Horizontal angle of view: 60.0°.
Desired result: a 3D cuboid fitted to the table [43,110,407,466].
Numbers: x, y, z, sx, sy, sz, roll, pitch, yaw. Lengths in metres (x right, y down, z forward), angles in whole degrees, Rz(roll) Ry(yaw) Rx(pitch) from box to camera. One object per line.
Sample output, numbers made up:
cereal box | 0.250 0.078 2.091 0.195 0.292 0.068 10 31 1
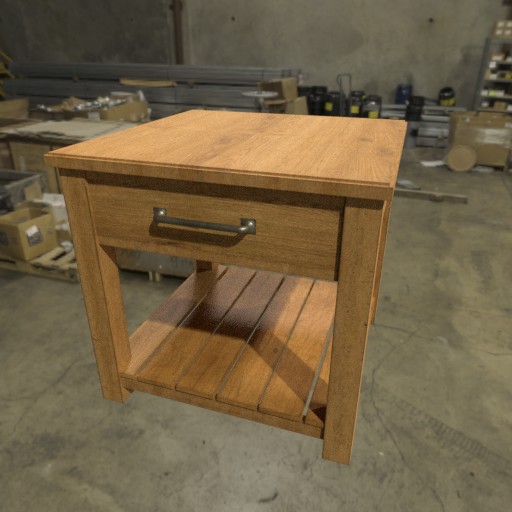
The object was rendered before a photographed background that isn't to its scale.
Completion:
table | 0.000 0.000 1.098 0.616 0.593 0.612 8 27 17
